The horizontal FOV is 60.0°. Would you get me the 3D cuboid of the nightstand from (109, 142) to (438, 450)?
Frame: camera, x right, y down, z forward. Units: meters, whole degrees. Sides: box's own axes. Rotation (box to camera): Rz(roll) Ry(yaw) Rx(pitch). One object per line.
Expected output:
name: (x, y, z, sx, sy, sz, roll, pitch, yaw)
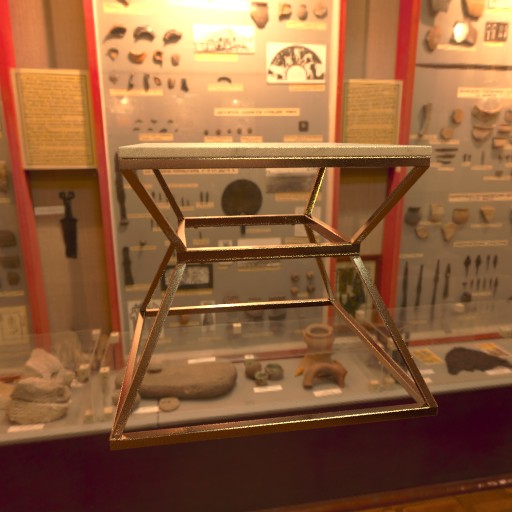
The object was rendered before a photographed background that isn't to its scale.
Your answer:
nightstand: (0.000, 0.000, 0.872, 0.514, 0.426, 0.513, -2, 15, -9)
